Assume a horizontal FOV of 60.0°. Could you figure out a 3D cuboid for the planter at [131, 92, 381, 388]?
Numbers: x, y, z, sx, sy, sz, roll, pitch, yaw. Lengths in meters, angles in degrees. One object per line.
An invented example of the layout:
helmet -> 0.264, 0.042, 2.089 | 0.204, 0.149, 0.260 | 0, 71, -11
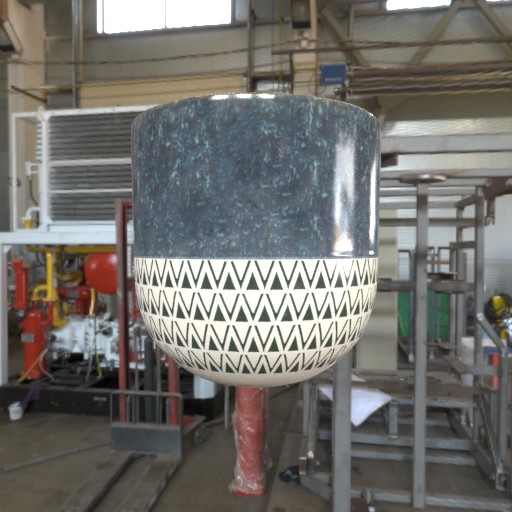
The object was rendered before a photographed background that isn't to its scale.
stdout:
planter -> 0.000, 0.000, 0.492 | 0.266, 0.270, 0.266 | 0, 1, 0
